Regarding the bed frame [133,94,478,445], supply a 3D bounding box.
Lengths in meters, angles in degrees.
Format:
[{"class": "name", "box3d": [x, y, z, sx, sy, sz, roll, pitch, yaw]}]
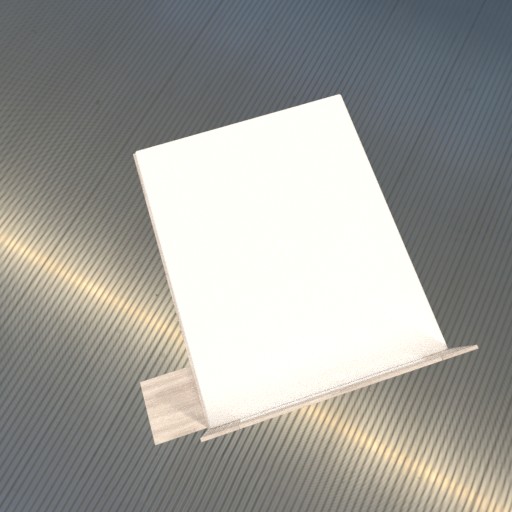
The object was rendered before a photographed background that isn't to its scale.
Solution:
[{"class": "bed frame", "box3d": [0.000, 0.000, 3.143, 2.040, 0.860, 2.050, -17, 76, -5]}]
